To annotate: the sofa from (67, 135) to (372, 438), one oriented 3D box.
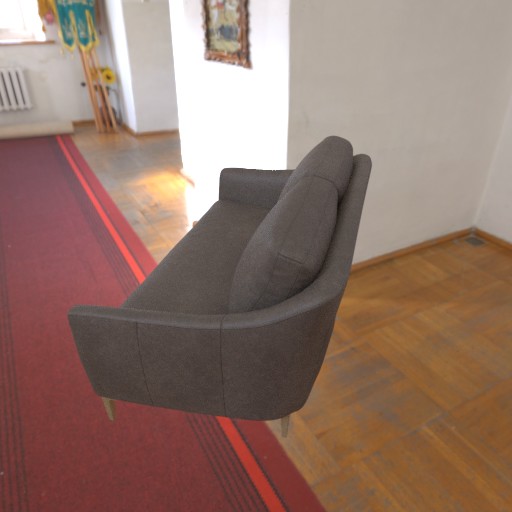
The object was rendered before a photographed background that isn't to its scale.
[{"bbox_3d":[0.000,0.000,2.180,0.960,0.902,1.619,9,32,14],"label":"sofa"}]
